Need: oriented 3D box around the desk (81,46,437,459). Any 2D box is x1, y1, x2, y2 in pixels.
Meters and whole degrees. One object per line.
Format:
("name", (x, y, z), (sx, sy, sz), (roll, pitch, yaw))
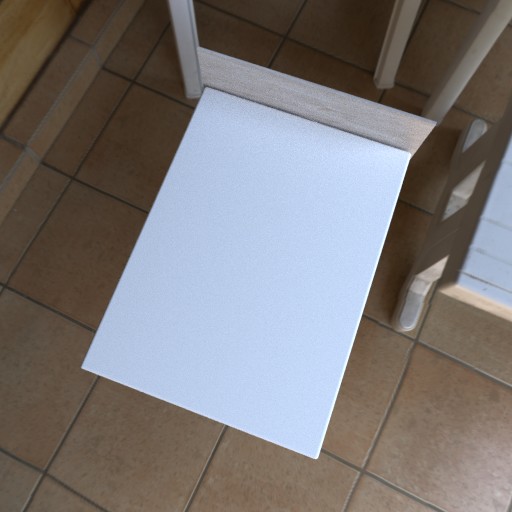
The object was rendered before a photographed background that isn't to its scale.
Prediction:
("desk", (0.000, 0.000, 2.644), (1.400, 0.800, 1.900), (20, 77, 5))
